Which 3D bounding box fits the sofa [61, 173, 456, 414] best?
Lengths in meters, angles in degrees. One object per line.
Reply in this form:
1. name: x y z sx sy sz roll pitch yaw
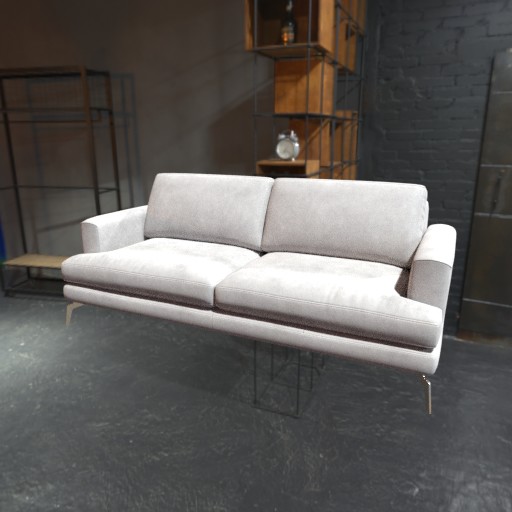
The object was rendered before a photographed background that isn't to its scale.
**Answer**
1. sofa: 0.000 0.000 2.482 2.013 0.830 0.980 7 17 24
